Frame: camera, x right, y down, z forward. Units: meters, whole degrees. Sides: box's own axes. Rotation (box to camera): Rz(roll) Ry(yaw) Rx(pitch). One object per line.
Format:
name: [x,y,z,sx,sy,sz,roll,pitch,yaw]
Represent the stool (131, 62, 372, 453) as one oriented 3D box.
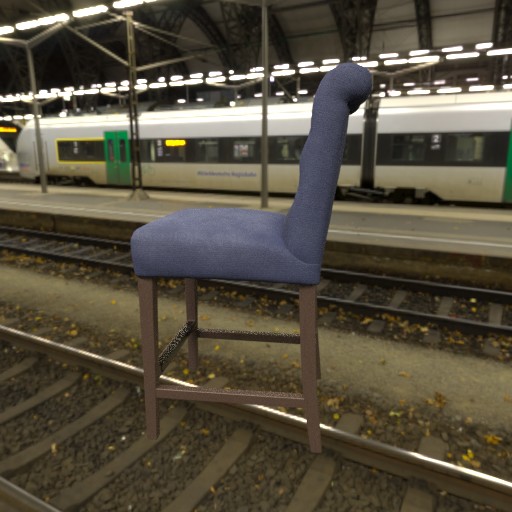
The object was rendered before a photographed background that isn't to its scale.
stool: [0.000,0.000,1.348,0.601,1.010,0.493,2,13,8]
